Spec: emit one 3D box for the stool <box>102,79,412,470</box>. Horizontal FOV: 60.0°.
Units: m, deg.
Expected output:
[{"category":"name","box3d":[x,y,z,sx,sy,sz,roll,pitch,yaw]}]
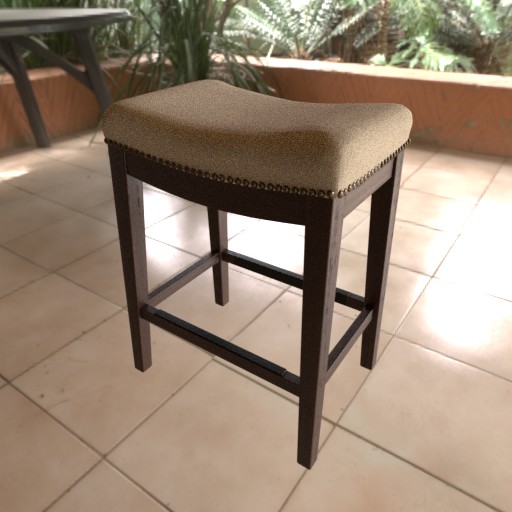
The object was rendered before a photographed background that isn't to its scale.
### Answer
[{"category":"stool","box3d":[0.000,0.000,0.977,0.509,0.669,0.363,19,36,29]}]
